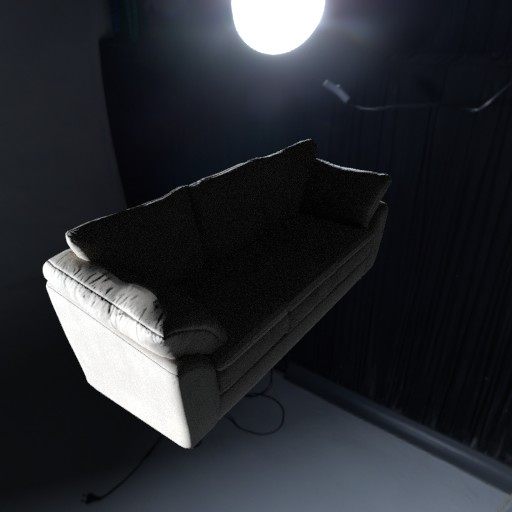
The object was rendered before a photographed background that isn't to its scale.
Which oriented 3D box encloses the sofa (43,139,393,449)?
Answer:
[{"bbox_3d":[0.000,0.000,2.758,0.878,0.996,2.334,18,33,31],"label":"sofa"}]
